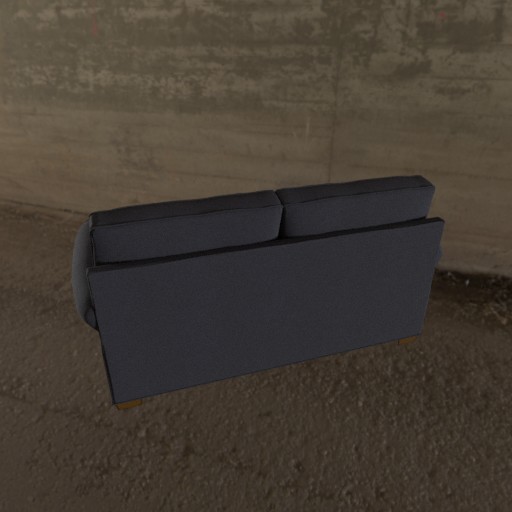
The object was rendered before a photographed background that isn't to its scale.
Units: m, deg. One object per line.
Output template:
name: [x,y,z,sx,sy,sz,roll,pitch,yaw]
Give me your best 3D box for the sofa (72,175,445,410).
sofa: [0.000,0.000,2.615,2.009,1.031,0.951,-9,30,-16]
